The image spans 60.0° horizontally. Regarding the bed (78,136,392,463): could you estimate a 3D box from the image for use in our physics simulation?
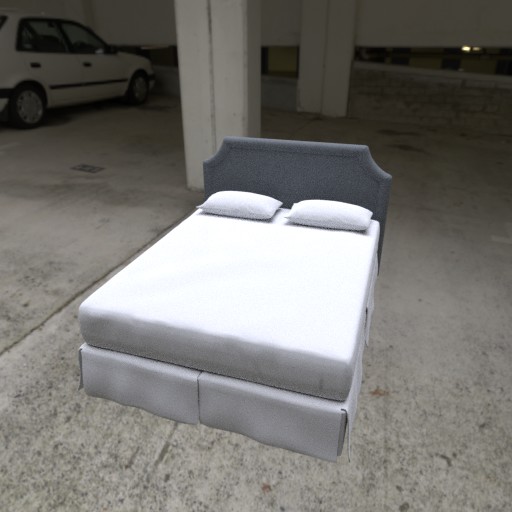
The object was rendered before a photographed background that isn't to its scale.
[{"bbox_3d":[0.000,0.000,3.364,1.811,1.296,2.259,8,27,16],"label":"bed"}]
